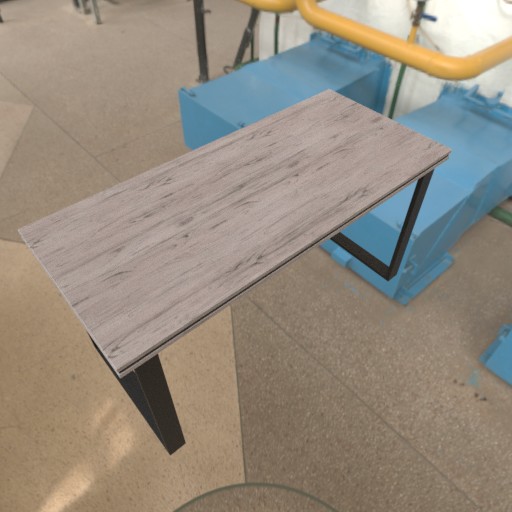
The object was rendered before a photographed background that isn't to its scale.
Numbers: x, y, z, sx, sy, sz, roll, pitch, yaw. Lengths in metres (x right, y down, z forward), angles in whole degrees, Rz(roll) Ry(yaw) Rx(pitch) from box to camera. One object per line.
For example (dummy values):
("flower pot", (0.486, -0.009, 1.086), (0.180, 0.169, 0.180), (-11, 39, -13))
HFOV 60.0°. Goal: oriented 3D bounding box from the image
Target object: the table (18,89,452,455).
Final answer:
("table", (0.000, 0.000, 2.251), (1.778, 0.899, 0.795), (-32, 55, -26))
